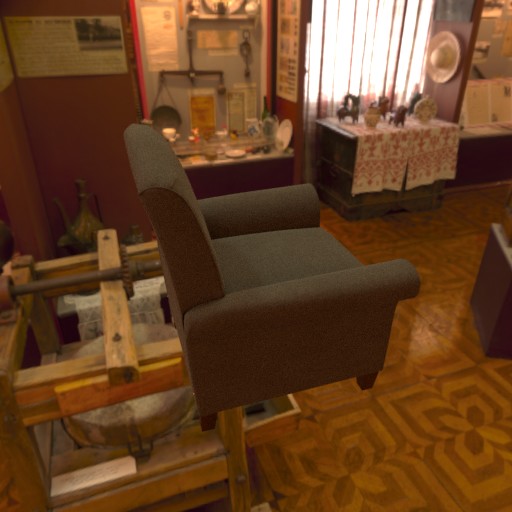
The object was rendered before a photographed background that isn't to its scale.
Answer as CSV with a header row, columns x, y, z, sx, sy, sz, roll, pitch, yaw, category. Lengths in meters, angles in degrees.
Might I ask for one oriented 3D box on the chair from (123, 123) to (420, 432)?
x,y,z,sx,sy,sz,roll,pitch,yaw,category
0.000,0.000,1.832,0.905,1.061,0.978,-9,30,-16,chair
